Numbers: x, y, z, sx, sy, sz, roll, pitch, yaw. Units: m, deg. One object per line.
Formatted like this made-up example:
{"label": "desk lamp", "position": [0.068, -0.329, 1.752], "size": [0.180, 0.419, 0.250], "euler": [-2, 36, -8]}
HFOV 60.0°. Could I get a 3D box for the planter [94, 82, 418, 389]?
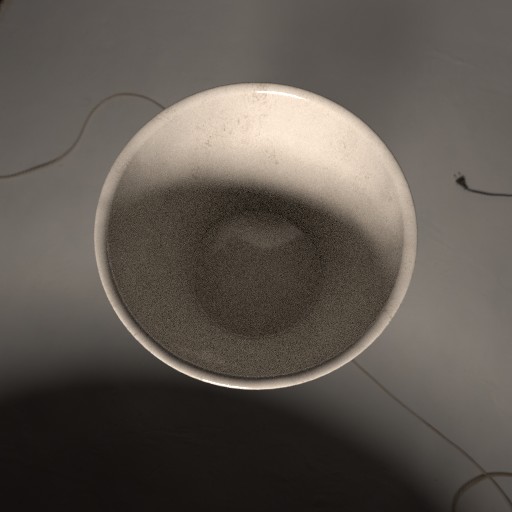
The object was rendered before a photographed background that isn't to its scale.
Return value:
{"label": "planter", "position": [0.000, 0.000, 0.463], "size": [0.260, 0.220, 0.260], "euler": [0, 75, 0]}
